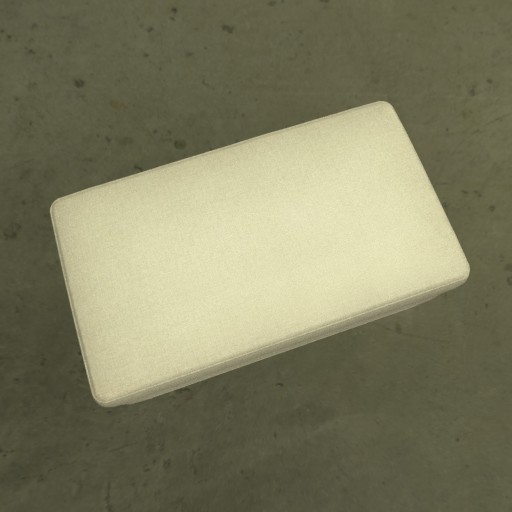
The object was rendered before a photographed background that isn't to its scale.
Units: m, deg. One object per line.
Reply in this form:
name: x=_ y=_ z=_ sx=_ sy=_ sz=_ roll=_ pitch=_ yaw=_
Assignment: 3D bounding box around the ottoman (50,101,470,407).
ottoman: x=0.000 y=0.000 z=1.430 sx=1.097 sy=0.461 sz=0.617 roll=-18 pitch=75 yaw=-5
